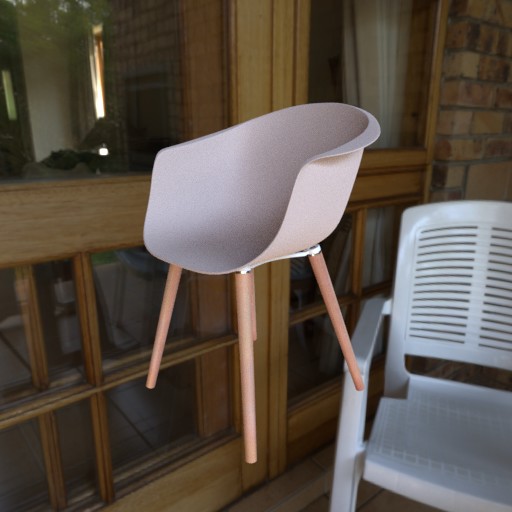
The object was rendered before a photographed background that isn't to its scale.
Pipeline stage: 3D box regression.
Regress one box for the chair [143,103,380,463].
[{"bbox_3d":[0.000,0.000,1.167,0.504,0.781,0.593,-15,22,-42],"label":"chair"}]
